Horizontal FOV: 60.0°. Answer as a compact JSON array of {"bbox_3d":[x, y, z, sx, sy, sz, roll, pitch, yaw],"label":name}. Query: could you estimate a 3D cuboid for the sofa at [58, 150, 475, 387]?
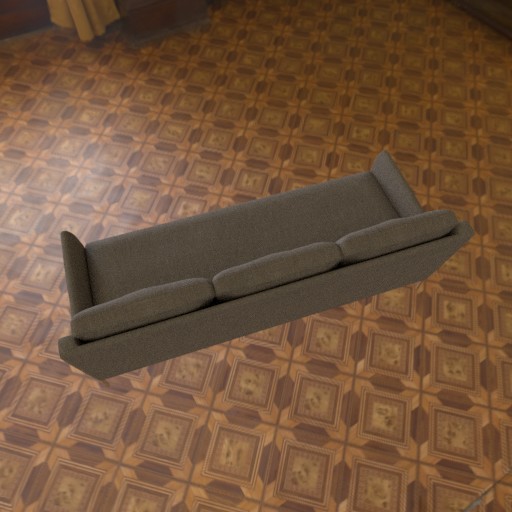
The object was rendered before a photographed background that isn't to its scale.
[{"bbox_3d":[0.000,0.000,2.530,2.060,0.837,0.849,-16,59,-10],"label":"sofa"}]
